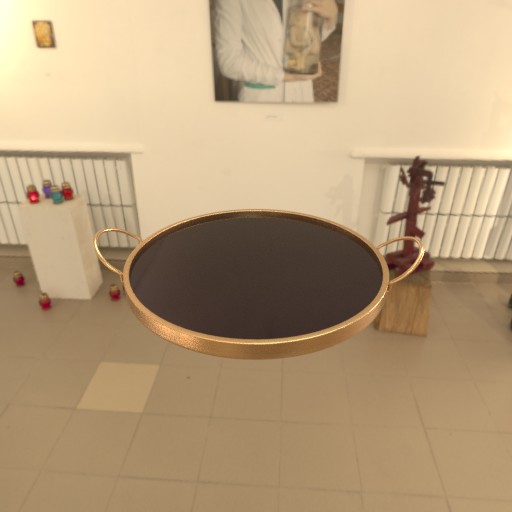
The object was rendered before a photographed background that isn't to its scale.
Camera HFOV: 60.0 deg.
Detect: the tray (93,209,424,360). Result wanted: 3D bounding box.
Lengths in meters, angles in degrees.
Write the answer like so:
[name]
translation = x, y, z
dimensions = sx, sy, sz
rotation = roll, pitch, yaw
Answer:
[tray]
translation = 0.000, 0.000, 0.751
dimensions = 0.543, 0.069, 0.438
rotation = 2, 29, 3
